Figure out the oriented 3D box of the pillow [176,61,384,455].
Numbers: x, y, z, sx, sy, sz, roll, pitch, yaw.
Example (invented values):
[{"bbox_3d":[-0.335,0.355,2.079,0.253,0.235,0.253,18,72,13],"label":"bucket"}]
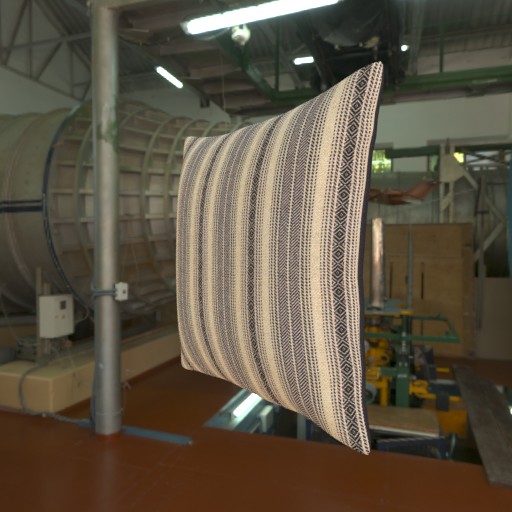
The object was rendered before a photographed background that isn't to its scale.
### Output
[{"bbox_3d":[0.000,0.000,0.773,0.166,0.508,0.520,-1,2,-37],"label":"pillow"}]
